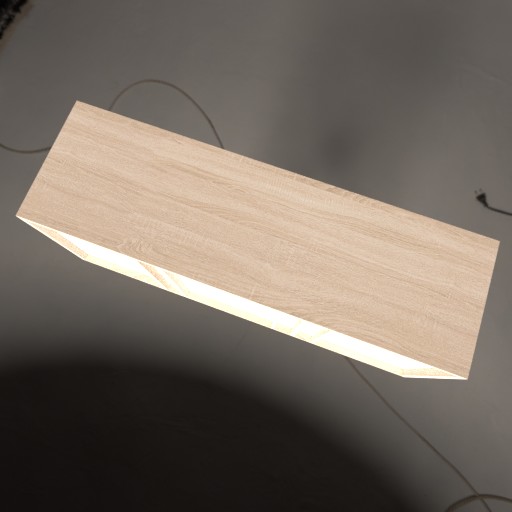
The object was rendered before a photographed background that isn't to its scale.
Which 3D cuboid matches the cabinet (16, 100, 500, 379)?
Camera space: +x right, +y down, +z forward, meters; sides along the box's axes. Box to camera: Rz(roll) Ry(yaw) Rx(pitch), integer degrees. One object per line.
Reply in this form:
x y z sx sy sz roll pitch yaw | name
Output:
0.000 0.000 1.951 1.649 0.780 0.500 19 76 5 | cabinet
